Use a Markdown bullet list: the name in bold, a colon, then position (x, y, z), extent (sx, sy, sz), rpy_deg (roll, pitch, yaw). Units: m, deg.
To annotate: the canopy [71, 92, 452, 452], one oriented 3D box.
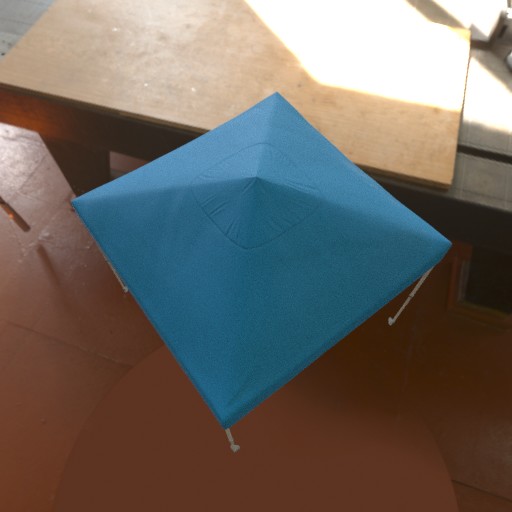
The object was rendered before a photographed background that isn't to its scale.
- **canopy**: position (0.000, 0.000, 5.470), extent (2.998, 2.997, 2.996), rpy_deg (-34, 66, -18)
